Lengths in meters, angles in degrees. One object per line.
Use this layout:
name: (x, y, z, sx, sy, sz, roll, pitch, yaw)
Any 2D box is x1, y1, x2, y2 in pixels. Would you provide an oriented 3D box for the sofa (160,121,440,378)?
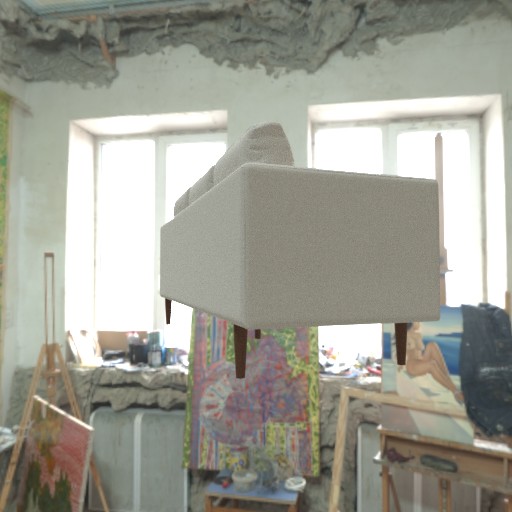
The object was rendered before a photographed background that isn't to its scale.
sofa: (0.000, 0.000, 2.464, 0.802, 0.912, 2.029, 1, -2, -19)
